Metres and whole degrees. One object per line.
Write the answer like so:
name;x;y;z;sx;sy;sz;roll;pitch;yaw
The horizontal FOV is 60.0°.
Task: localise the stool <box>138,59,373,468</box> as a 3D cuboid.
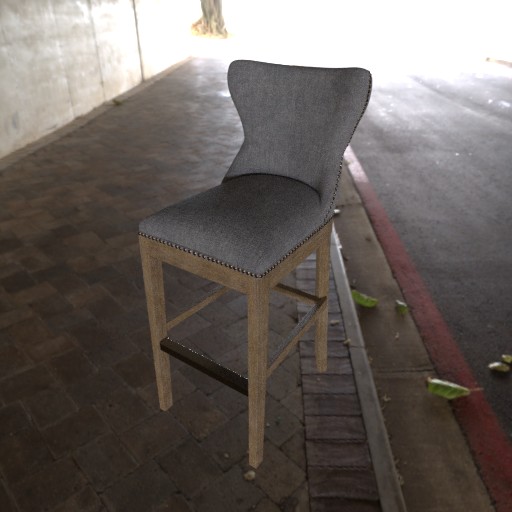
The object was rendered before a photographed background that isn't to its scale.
stool;0.000;0.000;1.442;0.494;1.123;0.606;19;34;30
